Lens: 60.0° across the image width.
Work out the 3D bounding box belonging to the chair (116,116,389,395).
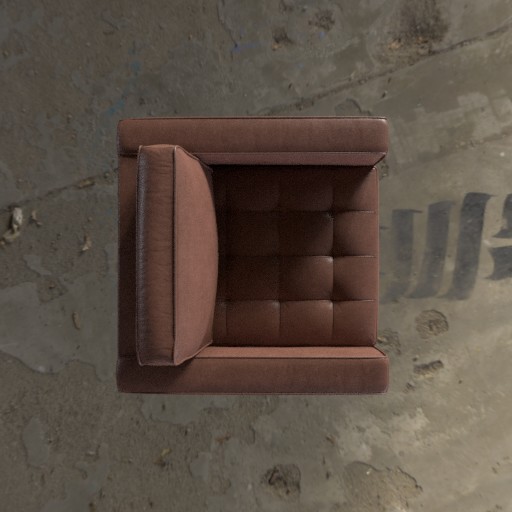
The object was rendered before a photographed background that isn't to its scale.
[{"bbox_3d":[0.000,0.000,1.587,0.900,0.770,0.920,0,89,0],"label":"chair"}]
